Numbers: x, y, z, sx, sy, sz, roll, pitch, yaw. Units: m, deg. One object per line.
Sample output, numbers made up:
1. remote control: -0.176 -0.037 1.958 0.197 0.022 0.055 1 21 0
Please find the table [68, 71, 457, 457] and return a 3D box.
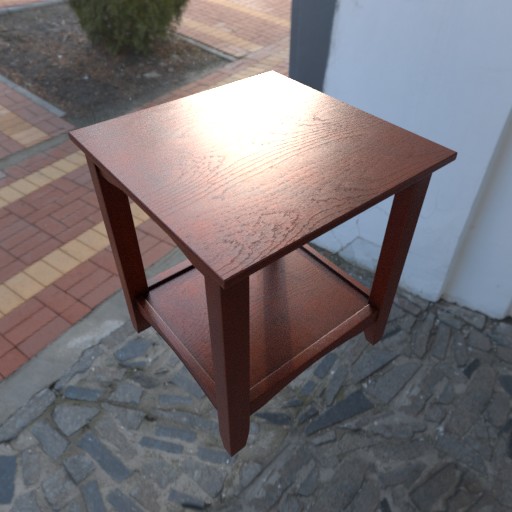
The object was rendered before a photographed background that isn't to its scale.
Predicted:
1. table: 0.000 0.000 0.988 0.523 0.558 0.522 -26 49 -26
